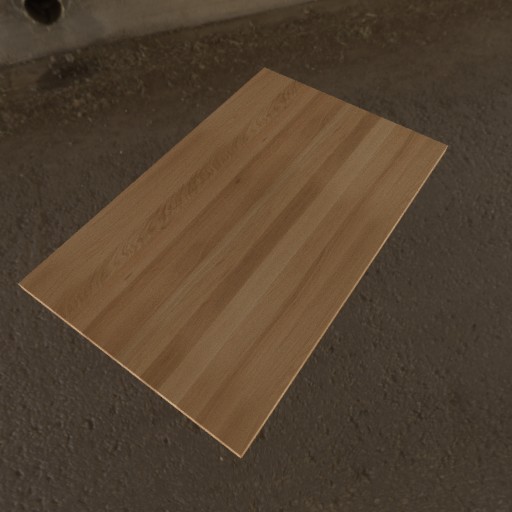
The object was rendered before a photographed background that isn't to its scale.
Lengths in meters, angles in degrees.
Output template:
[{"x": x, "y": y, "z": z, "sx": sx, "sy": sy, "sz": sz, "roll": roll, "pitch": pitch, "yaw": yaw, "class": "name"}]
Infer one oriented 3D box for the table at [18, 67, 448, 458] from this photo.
[{"x": 0.000, "y": 0.000, "z": 1.471, "sx": 0.700, "sy": 0.510, "sz": 1.100, "roll": 31, "pitch": 62, "yaw": 18, "class": "table"}]
